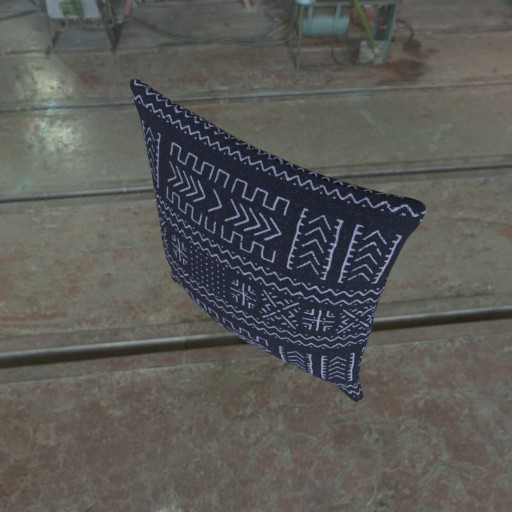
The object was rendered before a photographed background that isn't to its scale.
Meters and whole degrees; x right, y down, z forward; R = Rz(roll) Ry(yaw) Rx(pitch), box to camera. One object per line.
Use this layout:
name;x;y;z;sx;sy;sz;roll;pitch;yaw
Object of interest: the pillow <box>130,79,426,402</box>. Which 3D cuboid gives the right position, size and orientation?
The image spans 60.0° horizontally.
pillow;0.000;0.000;0.672;0.438;0.430;0.164;30;54;25
